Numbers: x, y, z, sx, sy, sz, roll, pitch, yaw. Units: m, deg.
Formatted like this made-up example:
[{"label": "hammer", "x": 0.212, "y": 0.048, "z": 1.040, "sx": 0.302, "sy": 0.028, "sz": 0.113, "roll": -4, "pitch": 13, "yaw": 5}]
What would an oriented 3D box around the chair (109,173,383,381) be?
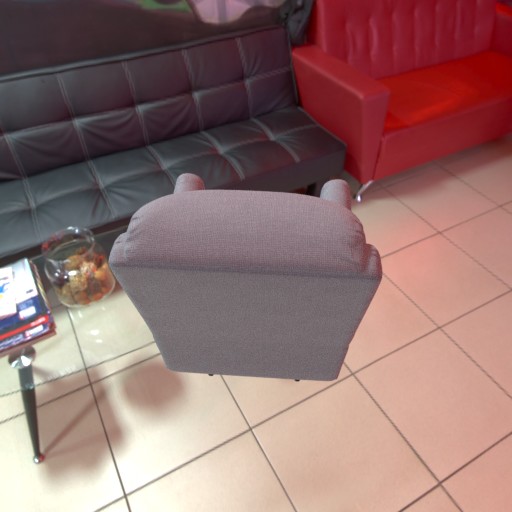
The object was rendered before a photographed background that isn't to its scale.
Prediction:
[{"label": "chair", "x": 0.000, "y": 0.000, "z": 1.844, "sx": 0.838, "sy": 1.054, "sz": 1.014, "roll": 3, "pitch": 45, "yaw": 3}]
